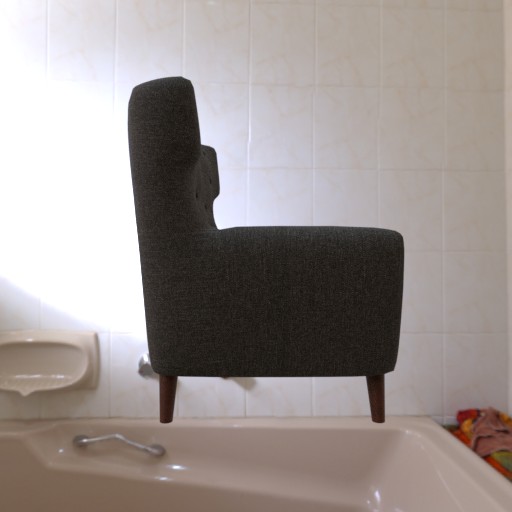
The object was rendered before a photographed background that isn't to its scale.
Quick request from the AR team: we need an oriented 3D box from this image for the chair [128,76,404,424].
[{"bbox_3d":[0.000,0.000,1.721,0.904,1.063,0.878,0,-1,0],"label":"chair"}]
